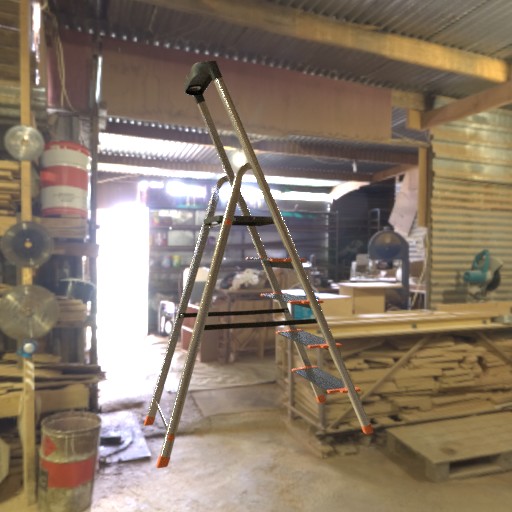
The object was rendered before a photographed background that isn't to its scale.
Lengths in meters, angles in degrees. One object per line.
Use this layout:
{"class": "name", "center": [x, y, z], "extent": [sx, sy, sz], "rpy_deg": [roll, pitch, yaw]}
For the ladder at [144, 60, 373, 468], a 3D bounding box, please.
{"class": "ladder", "center": [0.000, 0.000, 2.109], "extent": [0.995, 1.646, 0.480], "rpy_deg": [0, 0, -20]}
